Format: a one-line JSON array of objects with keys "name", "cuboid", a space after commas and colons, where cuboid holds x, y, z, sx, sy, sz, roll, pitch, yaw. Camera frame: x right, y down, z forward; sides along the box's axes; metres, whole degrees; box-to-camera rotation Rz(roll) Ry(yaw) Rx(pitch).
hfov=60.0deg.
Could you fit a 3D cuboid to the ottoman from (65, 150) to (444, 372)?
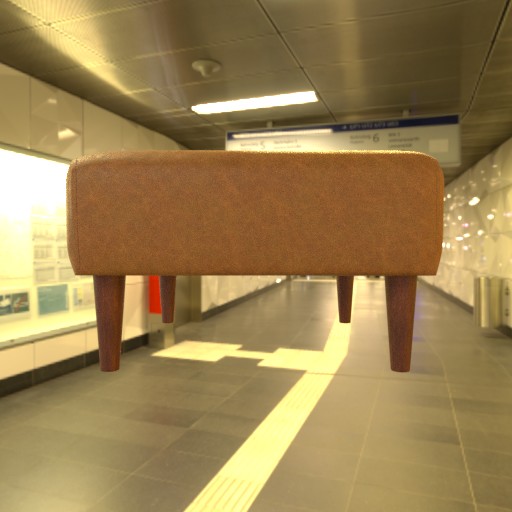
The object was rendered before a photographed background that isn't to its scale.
[{"name": "ottoman", "cuboid": [0.000, 0.000, 1.041, 0.650, 0.399, 0.650, 0, 1, 0]}]
